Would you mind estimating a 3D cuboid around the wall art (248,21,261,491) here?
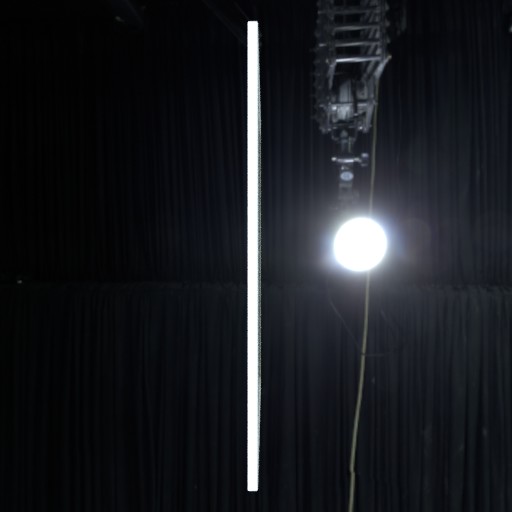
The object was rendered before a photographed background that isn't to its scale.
[{"bbox_3d":[0.000,0.000,0.685,0.012,0.529,0.374,0,0,1],"label":"wall art"}]
